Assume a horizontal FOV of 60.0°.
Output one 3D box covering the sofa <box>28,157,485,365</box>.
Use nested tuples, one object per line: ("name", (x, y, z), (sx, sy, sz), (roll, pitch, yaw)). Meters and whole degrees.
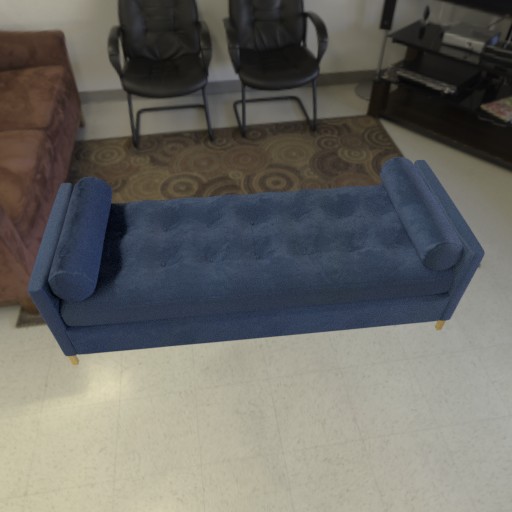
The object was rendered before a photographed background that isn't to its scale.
("sofa", (0.000, 0.000, 2.459), (2.102, 0.705, 0.796), (-5, 46, -4))
